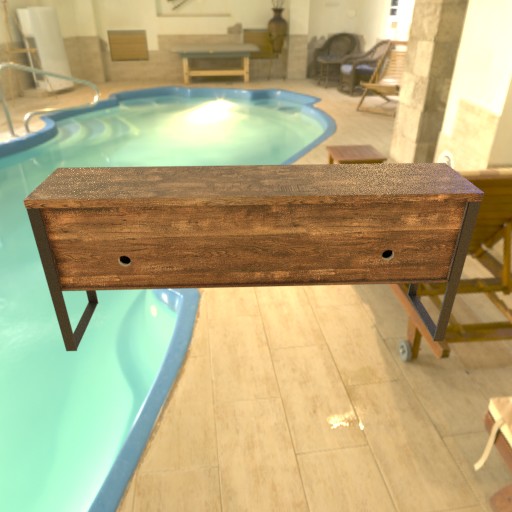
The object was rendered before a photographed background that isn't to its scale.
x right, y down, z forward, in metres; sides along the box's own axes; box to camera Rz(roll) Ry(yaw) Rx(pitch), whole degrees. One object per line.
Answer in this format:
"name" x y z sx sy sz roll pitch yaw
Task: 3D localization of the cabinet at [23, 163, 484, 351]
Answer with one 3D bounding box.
"cabinet" 0.000 0.000 2.089 1.800 0.762 0.395 -1 30 -2
